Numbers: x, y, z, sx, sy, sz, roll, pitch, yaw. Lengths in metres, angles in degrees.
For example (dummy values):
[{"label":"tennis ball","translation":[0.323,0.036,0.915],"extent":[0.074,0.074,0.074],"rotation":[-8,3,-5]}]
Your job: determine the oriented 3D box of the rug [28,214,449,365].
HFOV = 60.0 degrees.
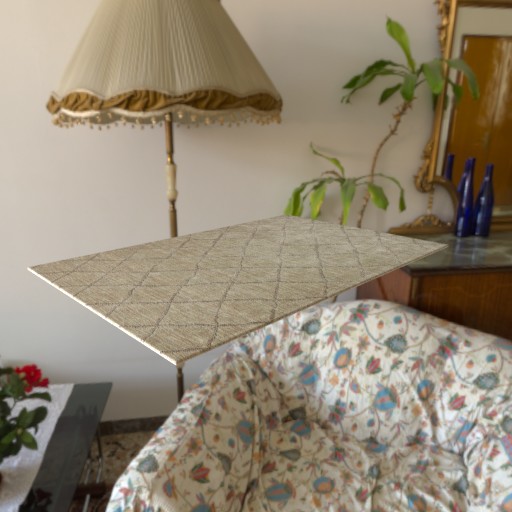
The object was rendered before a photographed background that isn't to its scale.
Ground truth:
[{"label":"rug","translation":[0.000,0.000,2.855],"extent":[2.280,0.015,1.521],"rotation":[-16,23,-42]}]
